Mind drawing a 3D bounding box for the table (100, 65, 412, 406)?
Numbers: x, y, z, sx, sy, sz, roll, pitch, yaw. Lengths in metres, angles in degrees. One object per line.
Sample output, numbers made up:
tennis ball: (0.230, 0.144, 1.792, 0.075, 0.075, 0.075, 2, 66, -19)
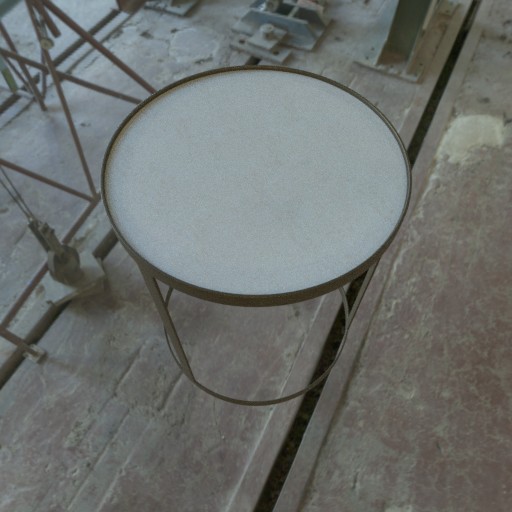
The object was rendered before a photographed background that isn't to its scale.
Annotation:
table: (0.000, 0.000, 0.931, 0.480, 0.565, 0.480, 0, 58, 0)
